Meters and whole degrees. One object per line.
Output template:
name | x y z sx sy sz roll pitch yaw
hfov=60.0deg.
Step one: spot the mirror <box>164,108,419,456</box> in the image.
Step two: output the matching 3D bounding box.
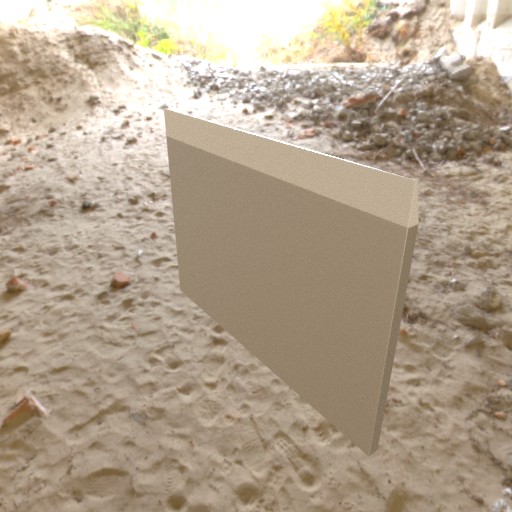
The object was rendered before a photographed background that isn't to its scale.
mirror | 0.000 0.000 1.152 0.030 0.630 0.870 -19 33 -32
